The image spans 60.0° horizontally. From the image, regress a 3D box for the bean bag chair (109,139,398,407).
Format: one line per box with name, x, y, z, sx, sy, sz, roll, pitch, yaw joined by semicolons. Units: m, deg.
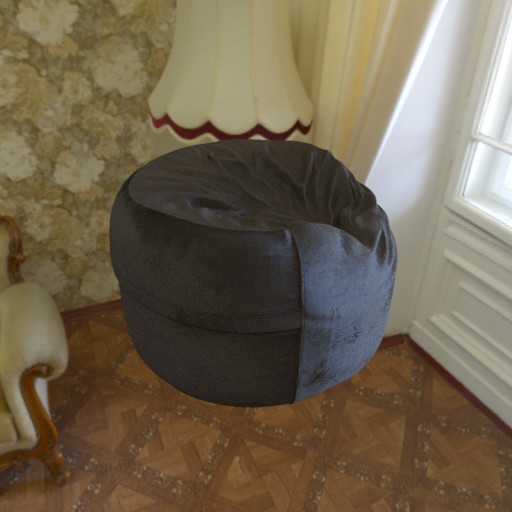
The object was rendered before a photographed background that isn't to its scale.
bean bag chair;0.000;0.000;1.502;0.918;0.605;0.918;0;31;0
